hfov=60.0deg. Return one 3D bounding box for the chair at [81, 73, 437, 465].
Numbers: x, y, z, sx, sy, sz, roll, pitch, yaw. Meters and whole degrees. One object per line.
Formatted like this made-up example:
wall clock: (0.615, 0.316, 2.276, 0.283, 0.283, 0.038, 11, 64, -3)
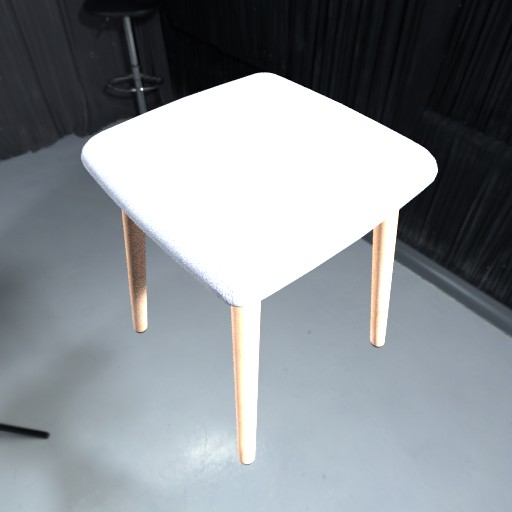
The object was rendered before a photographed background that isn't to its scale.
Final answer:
chair: (0.000, 0.000, 0.691, 0.350, 0.440, 0.350, -32, 54, -27)
